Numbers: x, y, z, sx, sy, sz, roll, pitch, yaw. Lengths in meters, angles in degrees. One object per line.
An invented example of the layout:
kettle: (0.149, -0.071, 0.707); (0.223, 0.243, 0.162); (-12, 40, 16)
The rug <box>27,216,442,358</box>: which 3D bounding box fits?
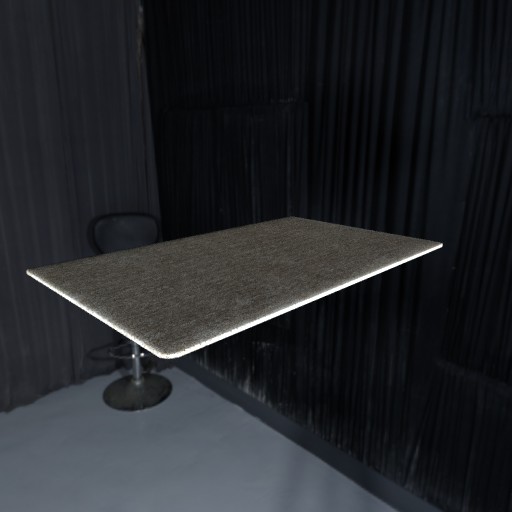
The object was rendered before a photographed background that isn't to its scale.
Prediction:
rug: (0.000, 0.000, 3.020); (2.469, 0.024, 1.539); (-15, 22, -43)
